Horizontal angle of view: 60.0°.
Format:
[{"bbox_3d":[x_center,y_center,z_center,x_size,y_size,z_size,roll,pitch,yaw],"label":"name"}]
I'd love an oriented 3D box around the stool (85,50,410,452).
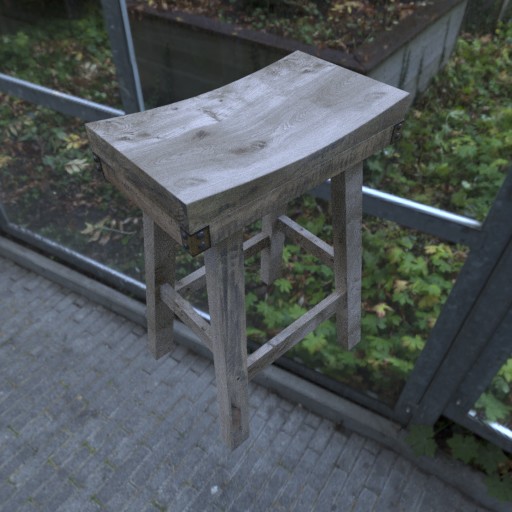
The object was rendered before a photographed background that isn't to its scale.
[{"bbox_3d":[0.000,0.000,0.899,0.450,0.635,0.330,-32,53,-28],"label":"stool"}]
